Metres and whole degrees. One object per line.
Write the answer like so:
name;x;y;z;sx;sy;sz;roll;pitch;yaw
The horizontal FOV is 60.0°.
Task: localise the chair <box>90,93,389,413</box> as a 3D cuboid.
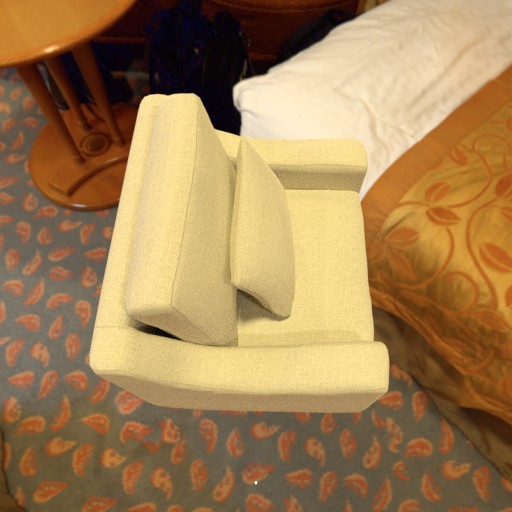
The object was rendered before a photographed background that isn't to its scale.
chair;0.000;0.000;1.903;1.009;1.016;1.178;1;63;1
